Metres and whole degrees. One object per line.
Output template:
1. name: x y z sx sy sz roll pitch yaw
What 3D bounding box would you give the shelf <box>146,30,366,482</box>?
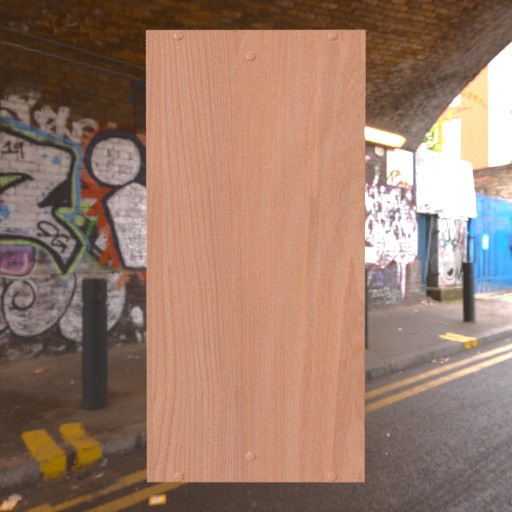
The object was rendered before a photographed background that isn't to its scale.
1. shelf: 0.000 0.000 0.761 0.290 0.600 0.350 0 1 0
